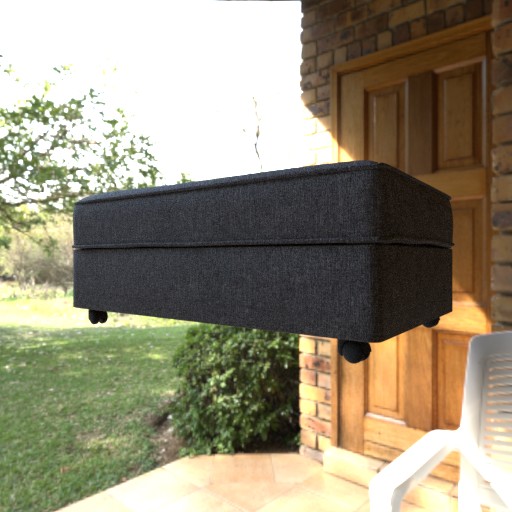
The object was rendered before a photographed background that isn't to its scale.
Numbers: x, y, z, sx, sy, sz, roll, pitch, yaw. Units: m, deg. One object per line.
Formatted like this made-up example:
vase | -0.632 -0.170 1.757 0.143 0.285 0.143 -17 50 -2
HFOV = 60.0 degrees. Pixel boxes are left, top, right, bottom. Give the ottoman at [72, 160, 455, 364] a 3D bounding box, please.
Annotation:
ottoman | 0.000 0.000 1.558 1.184 0.487 0.717 0 0 36
